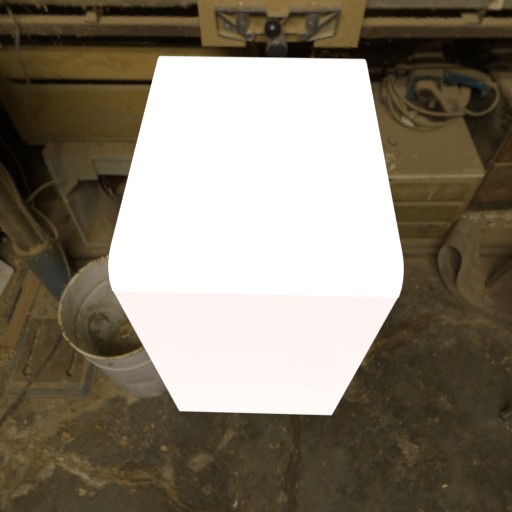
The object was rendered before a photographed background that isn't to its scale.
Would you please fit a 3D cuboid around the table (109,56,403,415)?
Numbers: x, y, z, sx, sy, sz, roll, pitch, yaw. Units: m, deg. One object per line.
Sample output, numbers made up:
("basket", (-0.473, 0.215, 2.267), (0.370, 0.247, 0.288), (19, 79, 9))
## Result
("table", (0.000, 0.000, 0.866), (0.350, 0.590, 0.450), (1, 56, 1))
